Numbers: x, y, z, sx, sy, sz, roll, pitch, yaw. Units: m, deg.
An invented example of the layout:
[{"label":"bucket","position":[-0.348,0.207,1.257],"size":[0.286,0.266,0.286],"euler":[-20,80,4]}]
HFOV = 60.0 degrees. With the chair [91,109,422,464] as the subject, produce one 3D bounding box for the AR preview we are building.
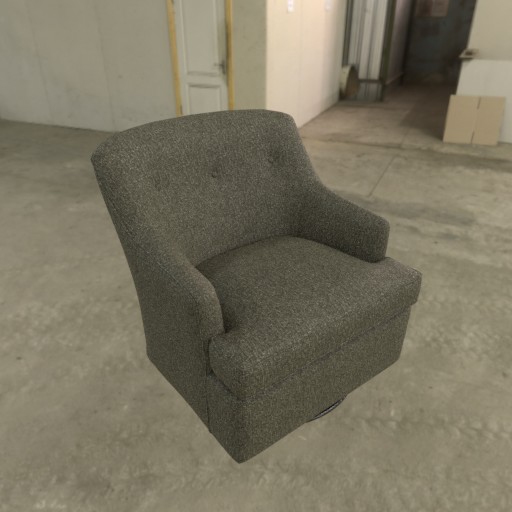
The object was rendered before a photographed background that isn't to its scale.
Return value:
[{"label":"chair","position":[0.000,0.000,1.615],"size":[0.864,0.856,0.923],"euler":[-21,36,-31]}]
